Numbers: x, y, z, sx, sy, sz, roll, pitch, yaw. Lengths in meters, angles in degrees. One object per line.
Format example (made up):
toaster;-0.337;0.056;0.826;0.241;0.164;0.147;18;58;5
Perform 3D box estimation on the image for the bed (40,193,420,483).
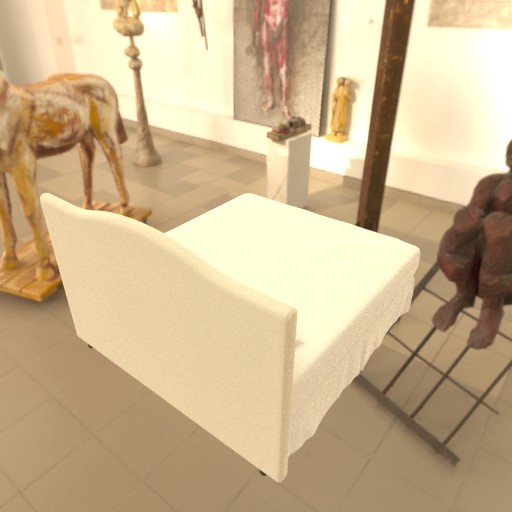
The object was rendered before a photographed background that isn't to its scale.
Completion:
bed;0.000;0.000;3.509;2.083;1.421;2.182;22;38;32
